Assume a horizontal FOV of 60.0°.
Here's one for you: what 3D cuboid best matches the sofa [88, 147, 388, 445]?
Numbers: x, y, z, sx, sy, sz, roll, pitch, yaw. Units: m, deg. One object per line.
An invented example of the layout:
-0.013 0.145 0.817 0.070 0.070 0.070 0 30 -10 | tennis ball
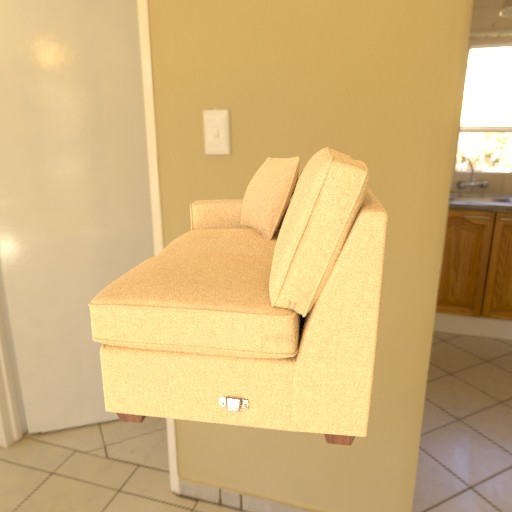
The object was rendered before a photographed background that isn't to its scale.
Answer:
0.000 0.000 2.082 0.991 0.989 1.388 2 16 8 | sofa
